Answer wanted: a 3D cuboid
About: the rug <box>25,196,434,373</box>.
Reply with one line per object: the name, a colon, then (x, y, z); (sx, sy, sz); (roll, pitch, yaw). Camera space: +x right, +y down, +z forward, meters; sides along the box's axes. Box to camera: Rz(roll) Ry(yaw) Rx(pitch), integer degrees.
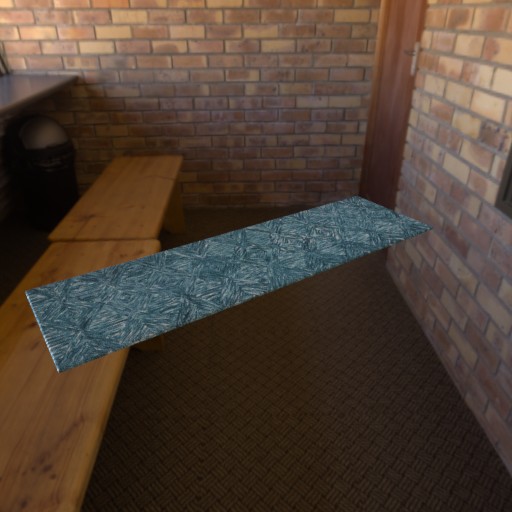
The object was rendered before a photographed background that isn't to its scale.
rug: (0.000, 0.000, 2.500); (2.286, 0.016, 0.676); (-18, 34, -30)
